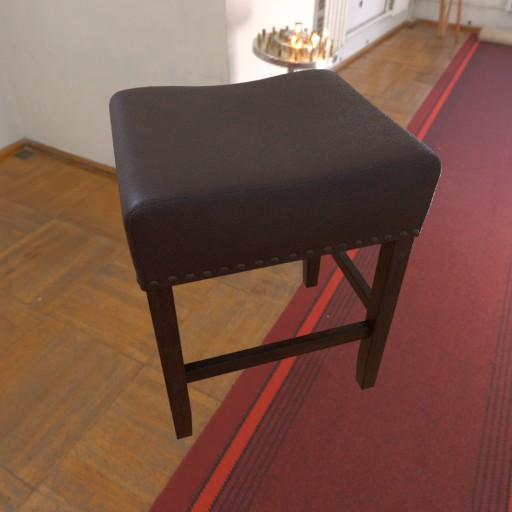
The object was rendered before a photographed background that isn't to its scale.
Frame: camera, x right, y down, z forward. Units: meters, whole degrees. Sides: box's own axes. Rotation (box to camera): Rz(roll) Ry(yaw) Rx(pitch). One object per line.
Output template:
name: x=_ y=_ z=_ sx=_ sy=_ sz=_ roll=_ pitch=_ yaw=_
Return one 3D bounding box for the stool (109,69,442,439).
stool: x=0.000 y=0.000 z=0.922 sx=0.465 sy=0.608 sz=0.397 roll=-11 pitch=42 yaw=-12
